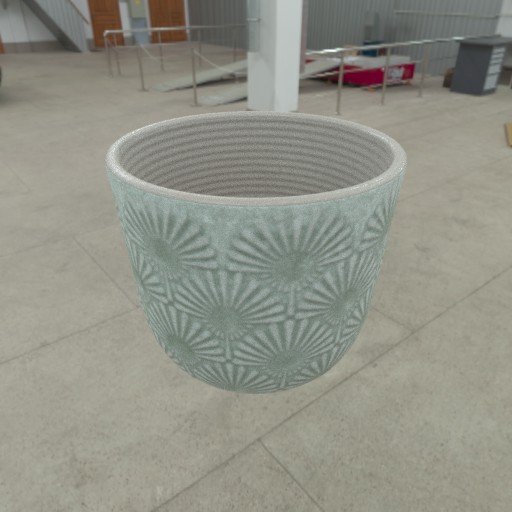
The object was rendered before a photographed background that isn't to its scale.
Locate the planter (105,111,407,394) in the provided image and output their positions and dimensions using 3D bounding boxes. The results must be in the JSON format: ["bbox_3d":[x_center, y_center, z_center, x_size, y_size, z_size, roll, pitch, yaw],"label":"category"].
[{"bbox_3d":[0.000,0.000,0.296,0.170,0.152,0.170,0,31,0],"label":"planter"}]
